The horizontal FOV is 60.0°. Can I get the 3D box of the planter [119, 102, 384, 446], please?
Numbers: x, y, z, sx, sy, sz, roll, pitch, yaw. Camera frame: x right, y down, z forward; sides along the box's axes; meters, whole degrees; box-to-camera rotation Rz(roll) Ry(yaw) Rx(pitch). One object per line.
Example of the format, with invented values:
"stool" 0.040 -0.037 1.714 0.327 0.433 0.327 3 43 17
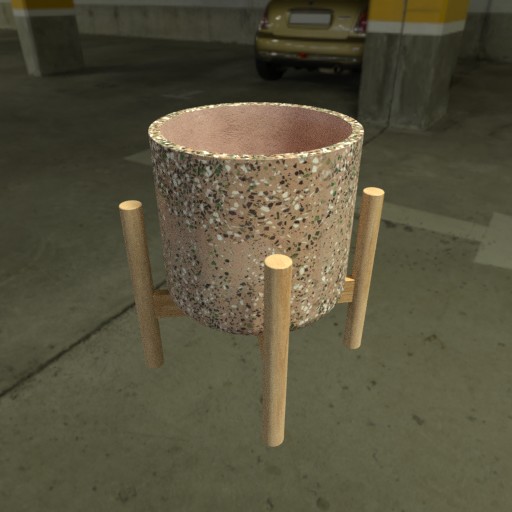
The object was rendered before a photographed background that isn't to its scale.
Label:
"planter" 0.000 0.000 0.547 0.284 0.320 0.284 8 32 12
